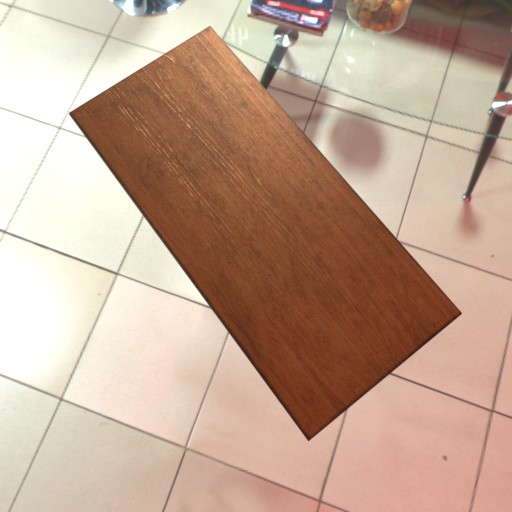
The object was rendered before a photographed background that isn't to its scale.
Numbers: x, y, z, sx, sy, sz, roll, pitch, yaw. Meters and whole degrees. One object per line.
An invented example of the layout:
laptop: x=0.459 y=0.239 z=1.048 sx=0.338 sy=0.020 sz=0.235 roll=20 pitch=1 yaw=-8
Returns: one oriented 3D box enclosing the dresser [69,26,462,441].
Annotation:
dresser: x=0.000 y=0.000 z=1.947 sx=0.591 sy=1.224 sz=1.250 roll=-36 pitch=78 yaw=-9
